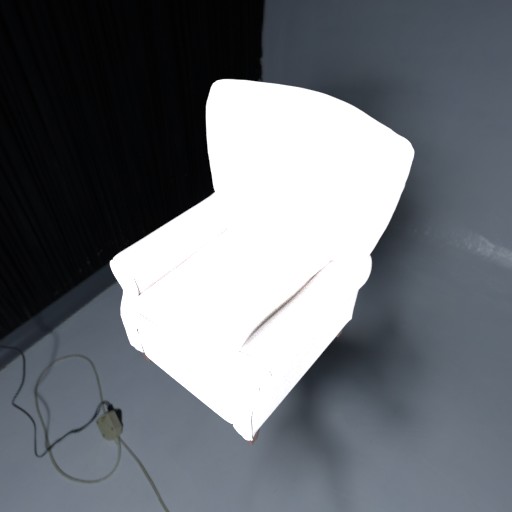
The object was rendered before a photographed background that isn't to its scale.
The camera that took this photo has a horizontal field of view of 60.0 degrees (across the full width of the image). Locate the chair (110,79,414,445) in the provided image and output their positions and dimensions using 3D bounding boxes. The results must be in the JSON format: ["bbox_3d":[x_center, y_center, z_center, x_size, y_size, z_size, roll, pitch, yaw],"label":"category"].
[{"bbox_3d":[0.000,0.000,1.944,0.942,1.209,1.025,30,51,27],"label":"chair"}]
